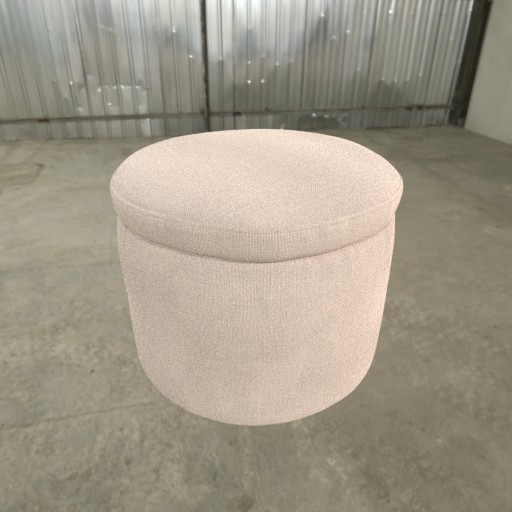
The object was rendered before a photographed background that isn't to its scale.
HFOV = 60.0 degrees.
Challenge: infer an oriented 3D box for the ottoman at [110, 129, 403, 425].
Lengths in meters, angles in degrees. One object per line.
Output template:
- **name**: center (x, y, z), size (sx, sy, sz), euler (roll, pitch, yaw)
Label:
- **ottoman**: center (0.000, 0.000, 0.854), size (0.497, 0.409, 0.497), euler (0, 29, 0)
